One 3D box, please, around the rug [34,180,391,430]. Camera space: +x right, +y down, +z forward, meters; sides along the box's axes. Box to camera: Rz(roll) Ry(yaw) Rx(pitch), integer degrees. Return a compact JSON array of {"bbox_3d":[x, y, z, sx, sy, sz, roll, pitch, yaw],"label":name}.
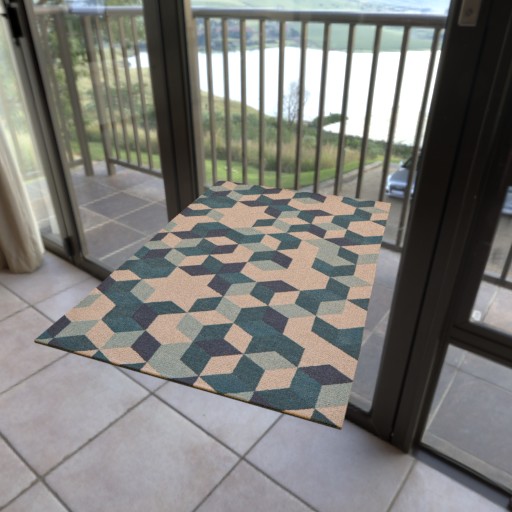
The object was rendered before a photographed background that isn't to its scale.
[{"bbox_3d":[0.000,0.000,2.315,1.235,0.014,1.829,10,32,17],"label":"rug"}]
